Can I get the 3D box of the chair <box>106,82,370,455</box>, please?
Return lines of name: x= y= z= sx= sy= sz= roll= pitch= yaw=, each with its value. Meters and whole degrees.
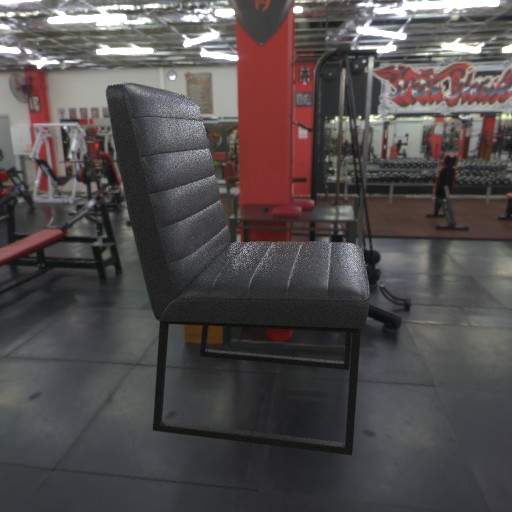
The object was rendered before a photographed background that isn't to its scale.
chair: x=0.000 y=0.000 z=1.309 sx=0.634 sy=0.930 sz=0.520 roll=3 pitch=16 yaw=10
